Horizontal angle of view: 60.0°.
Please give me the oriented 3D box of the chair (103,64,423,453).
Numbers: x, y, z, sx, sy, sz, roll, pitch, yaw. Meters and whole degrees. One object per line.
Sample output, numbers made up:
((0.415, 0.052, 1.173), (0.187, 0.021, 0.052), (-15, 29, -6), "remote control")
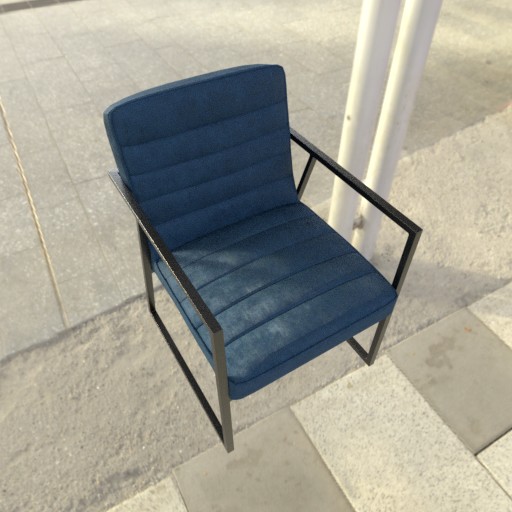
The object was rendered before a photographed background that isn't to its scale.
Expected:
((0.000, 0.000, 1.289), (0.571, 0.833, 0.677), (-24, 51, -21), "chair")
